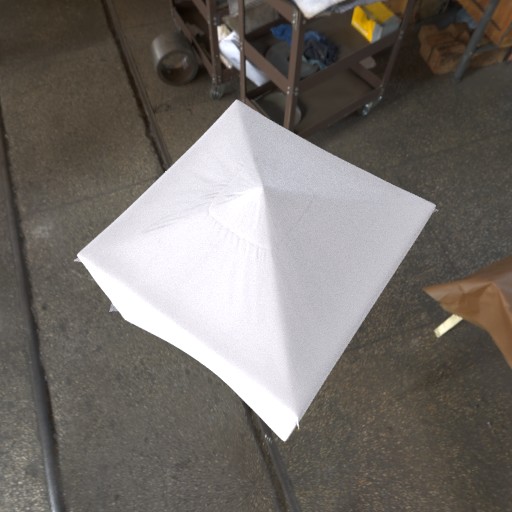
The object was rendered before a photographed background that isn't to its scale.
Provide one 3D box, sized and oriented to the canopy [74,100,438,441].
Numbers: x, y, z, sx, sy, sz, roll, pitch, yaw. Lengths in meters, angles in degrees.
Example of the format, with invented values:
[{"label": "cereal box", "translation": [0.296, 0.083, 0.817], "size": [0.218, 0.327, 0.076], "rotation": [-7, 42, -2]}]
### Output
[{"label": "canopy", "translation": [0.000, 0.000, 5.588], "size": [3.121, 2.997, 3.043], "rotation": [33, 67, 16]}]
